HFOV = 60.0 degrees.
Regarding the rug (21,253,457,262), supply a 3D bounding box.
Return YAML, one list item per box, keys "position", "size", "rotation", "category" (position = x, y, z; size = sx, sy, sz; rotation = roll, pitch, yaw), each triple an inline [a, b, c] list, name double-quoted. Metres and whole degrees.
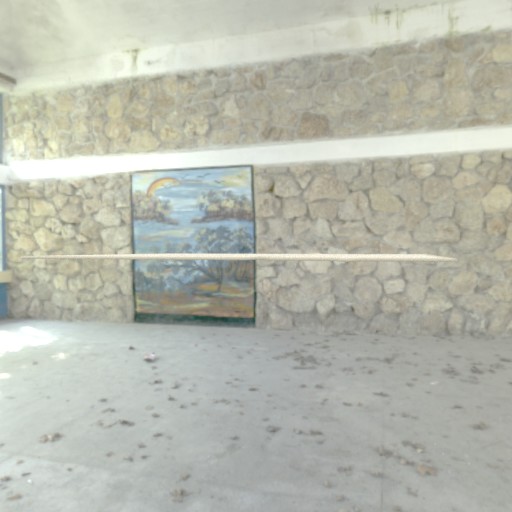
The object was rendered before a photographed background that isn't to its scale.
- position: [0.000, 0.000, 4.794]
  size: [3.659, 0.037, 2.734]
  rotation: [0, 1, 17]
  category: "rug"
